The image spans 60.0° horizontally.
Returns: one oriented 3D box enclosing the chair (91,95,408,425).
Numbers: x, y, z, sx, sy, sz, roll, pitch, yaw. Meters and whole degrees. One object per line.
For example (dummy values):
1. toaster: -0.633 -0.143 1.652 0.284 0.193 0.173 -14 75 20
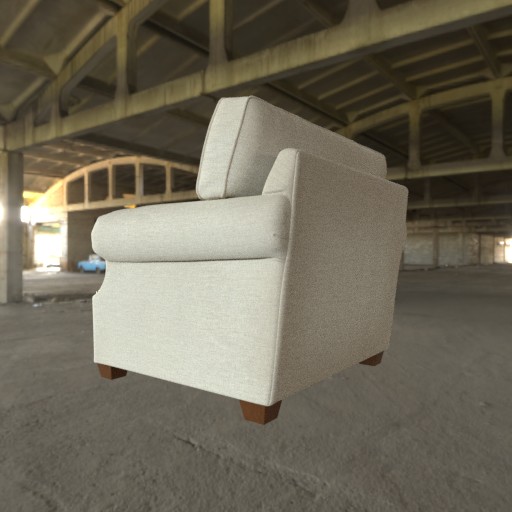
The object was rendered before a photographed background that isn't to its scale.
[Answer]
1. chair: 0.000 0.000 1.840 0.965 0.961 1.092 0 1 37
